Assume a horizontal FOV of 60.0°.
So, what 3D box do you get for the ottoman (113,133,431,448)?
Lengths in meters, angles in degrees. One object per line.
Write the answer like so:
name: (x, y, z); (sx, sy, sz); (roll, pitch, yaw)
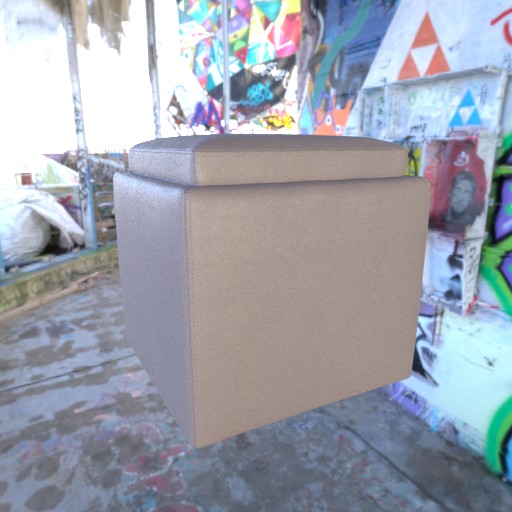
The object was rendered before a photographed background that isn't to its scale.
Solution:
ottoman: (0.000, 0.000, 0.863); (0.451, 0.460, 0.450); (-8, 16, -27)
